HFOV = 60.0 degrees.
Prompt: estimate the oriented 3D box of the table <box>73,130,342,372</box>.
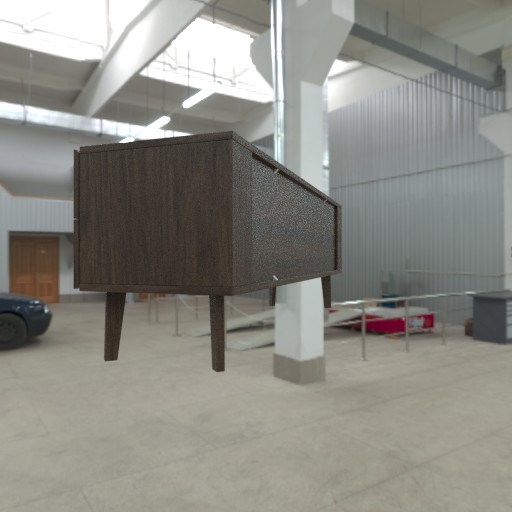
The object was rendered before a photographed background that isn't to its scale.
[{"bbox_3d":[0.000,0.000,1.627,0.405,0.508,1.397,0,0,20],"label":"table"}]
